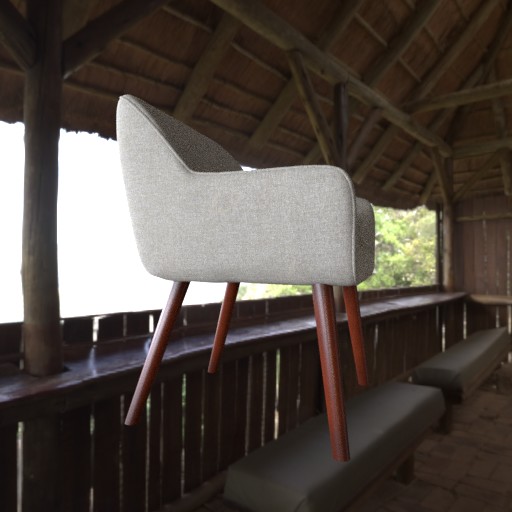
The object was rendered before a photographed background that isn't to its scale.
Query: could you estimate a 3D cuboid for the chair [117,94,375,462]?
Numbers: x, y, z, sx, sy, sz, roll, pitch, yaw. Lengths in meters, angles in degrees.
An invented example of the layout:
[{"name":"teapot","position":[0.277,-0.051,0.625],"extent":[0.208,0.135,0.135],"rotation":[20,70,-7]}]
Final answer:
[{"name":"chair","position":[0.000,0.000,1.231],"extent":[0.610,0.813,0.610],"rotation":[0,1,19]}]
